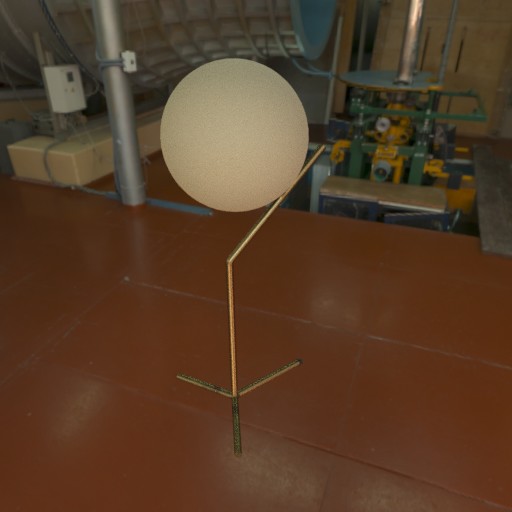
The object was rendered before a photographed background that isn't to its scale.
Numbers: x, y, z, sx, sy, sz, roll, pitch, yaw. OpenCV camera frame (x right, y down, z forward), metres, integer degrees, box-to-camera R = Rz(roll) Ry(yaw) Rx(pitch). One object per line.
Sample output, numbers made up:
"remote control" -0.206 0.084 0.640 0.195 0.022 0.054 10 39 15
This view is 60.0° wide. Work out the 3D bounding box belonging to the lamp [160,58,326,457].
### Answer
"lamp" 0.000 0.000 0.671 0.251 0.552 0.210 -19 35 -30
